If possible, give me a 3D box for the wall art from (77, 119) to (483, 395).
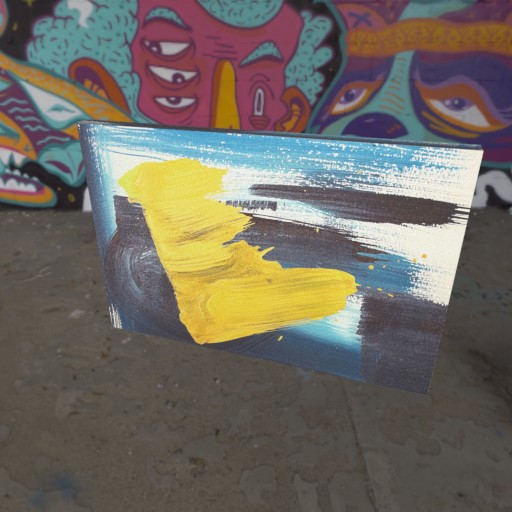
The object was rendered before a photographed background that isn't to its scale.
[{"bbox_3d":[0.000,0.000,0.743,0.609,0.406,0.033,9,28,17],"label":"wall art"}]
